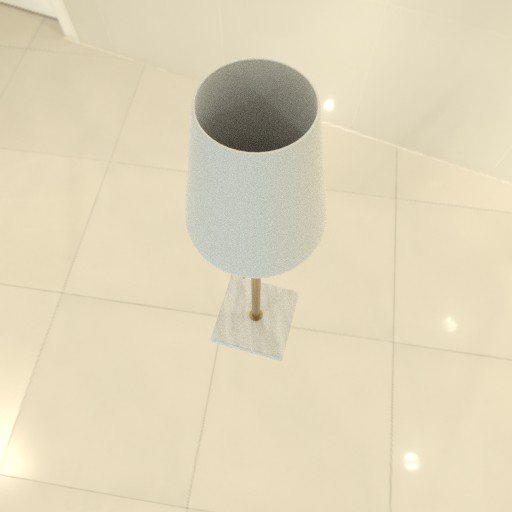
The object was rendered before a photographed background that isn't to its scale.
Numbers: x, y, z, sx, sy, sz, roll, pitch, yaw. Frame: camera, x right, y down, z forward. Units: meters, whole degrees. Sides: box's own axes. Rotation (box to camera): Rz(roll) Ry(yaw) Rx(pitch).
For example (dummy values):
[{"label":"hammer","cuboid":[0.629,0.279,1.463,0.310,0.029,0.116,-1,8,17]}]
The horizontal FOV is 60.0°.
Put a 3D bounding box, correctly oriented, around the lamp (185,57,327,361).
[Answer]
[{"label":"lamp","cuboid":[0.000,0.000,0.687,0.181,0.639,0.181,14,65,7]}]
